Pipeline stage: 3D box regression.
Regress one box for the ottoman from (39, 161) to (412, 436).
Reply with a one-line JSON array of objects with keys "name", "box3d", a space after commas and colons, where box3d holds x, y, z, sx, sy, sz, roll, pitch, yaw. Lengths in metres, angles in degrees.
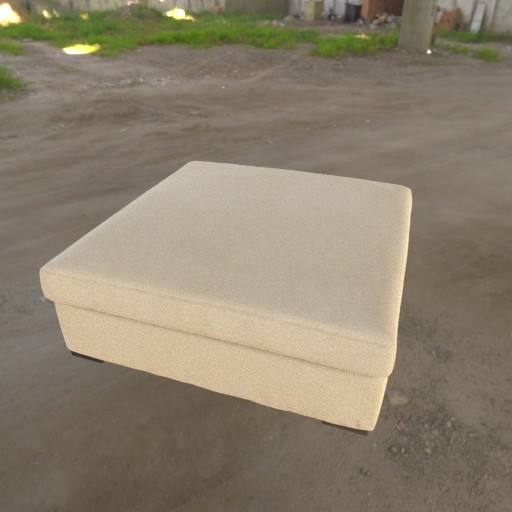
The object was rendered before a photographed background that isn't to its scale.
[{"name": "ottoman", "box3d": [0.000, 0.000, 1.897, 1.205, 0.522, 1.190, 10, 33, 16]}]
